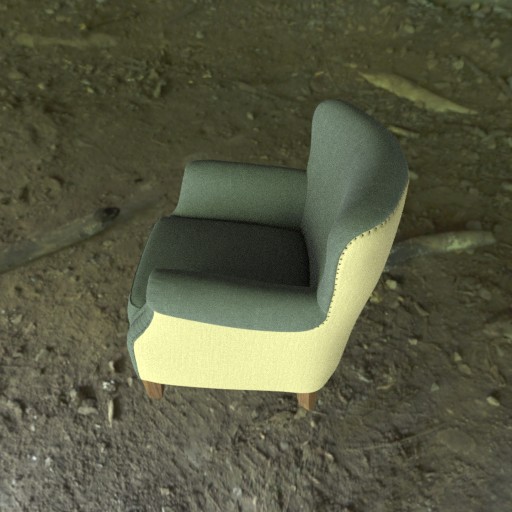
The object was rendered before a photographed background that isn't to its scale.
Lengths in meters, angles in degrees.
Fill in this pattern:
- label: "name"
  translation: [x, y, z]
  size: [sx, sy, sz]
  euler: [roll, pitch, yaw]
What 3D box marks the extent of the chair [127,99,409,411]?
- label: "chair"
  translation: [0.000, 0.000, 1.675]
  size: [0.921, 0.936, 0.861]
  euler: [2, 41, 2]
